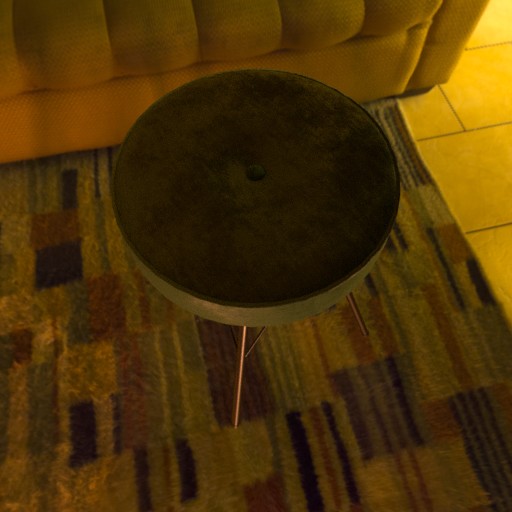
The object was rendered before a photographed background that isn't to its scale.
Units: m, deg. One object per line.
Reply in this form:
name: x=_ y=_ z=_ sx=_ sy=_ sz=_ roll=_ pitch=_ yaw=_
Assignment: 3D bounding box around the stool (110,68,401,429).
stool: x=0.000 y=0.000 z=0.904 sx=0.430 sy=0.595 sz=0.457 roll=-31 pitch=68 yaw=-14
